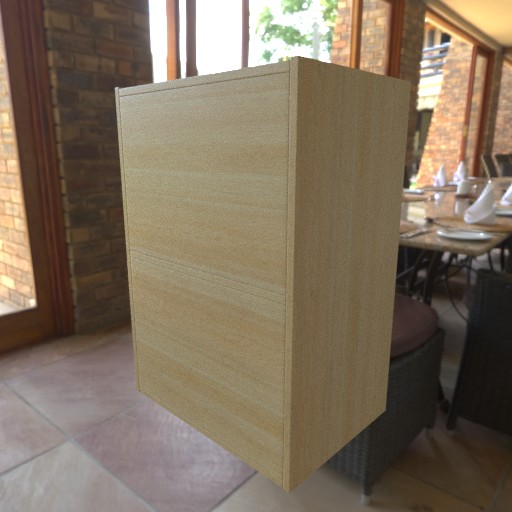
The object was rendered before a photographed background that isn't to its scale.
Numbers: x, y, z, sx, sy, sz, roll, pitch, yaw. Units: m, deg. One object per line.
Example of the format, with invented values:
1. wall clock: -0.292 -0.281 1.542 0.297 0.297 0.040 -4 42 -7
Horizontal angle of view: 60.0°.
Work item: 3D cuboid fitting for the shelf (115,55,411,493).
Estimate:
1. shelf: 0.000 0.000 0.815 0.414 0.592 0.290 13 19 42
